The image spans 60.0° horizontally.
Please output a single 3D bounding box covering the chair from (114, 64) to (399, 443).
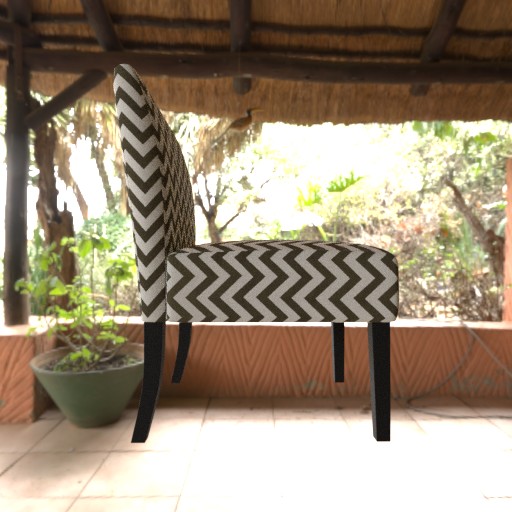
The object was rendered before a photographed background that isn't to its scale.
[{"bbox_3d":[0.000,0.000,1.254,0.648,0.838,0.589,0,-1,-1],"label":"chair"}]
